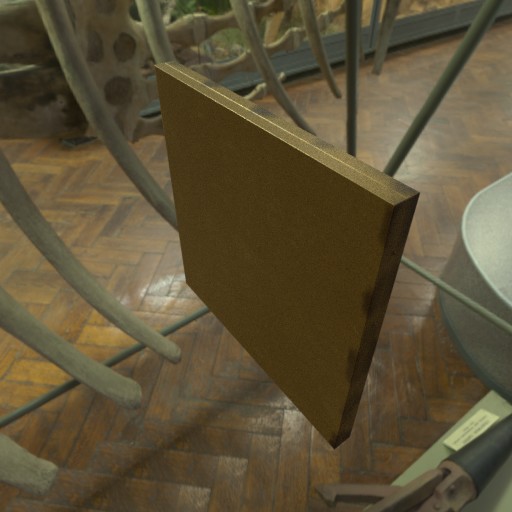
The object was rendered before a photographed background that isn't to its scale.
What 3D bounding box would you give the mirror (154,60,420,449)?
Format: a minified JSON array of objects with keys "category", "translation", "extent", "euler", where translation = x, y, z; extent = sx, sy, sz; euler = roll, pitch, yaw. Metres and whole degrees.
[{"category":"mirror","translation":[0.000,0.000,0.758],"extent":[0.042,0.507,0.509],"euler":[-26,48,-27]}]
